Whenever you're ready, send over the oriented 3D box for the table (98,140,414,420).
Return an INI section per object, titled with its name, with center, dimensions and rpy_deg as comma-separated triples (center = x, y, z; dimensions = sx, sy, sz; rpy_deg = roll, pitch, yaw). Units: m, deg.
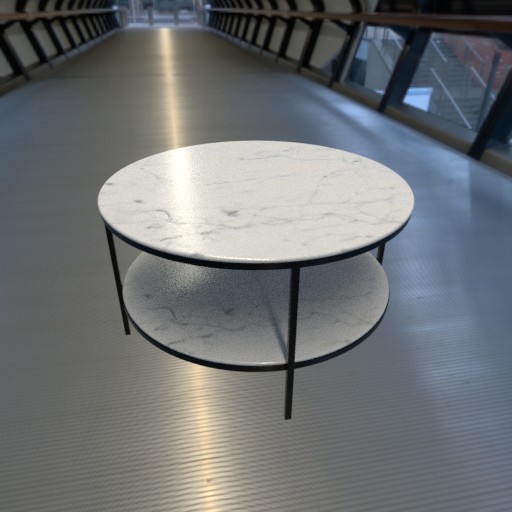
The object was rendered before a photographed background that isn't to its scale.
[table]
center = 0.000, 0.000, 1.283
dimensions = 0.800, 0.450, 0.800
rpy_deg = 0, 30, 0
